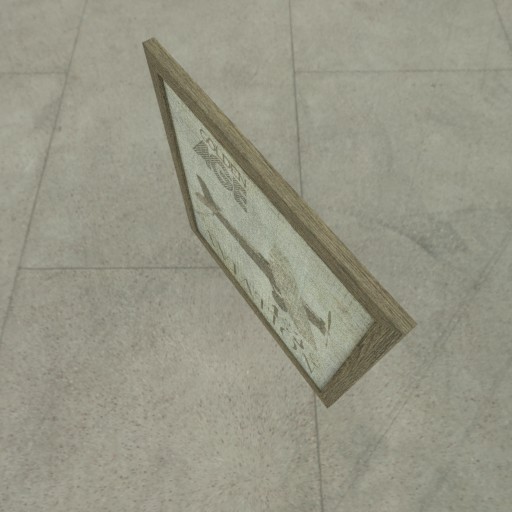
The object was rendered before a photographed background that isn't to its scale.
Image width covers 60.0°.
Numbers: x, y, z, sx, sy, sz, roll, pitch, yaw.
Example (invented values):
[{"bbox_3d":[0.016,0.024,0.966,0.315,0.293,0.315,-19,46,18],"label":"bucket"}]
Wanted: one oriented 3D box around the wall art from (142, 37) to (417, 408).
[{"bbox_3d":[0.000,0.000,0.745,0.019,0.508,0.508,-33,68,-15],"label":"wall art"}]
